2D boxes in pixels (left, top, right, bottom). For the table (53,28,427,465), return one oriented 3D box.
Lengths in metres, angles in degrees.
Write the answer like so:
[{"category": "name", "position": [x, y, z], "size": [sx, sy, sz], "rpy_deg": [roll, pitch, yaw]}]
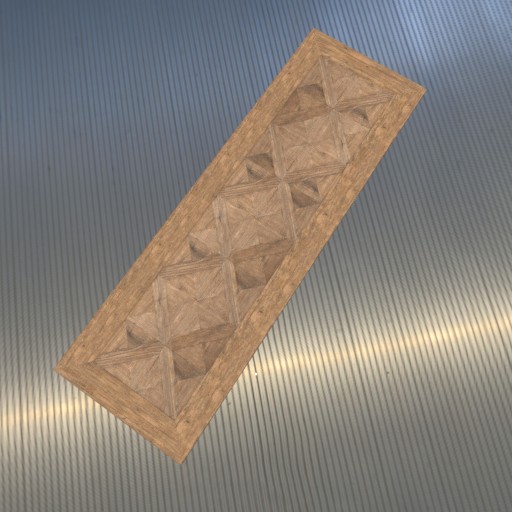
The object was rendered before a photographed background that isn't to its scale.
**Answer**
[{"category": "table", "position": [0.000, 0.000, 1.823], "size": [0.450, 0.930, 1.400], "rpy_deg": [33, 78, 8]}]
